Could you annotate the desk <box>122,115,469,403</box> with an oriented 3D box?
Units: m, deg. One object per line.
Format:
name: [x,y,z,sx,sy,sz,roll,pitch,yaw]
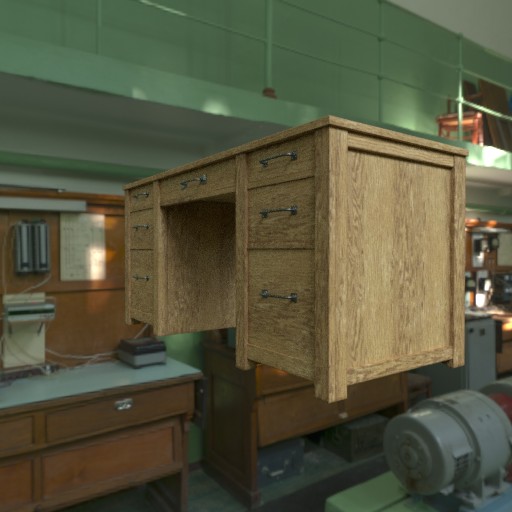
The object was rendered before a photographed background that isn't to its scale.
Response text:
desk: [0.000,0.000,1.973,0.685,0.751,1.567,-1,1,-36]
